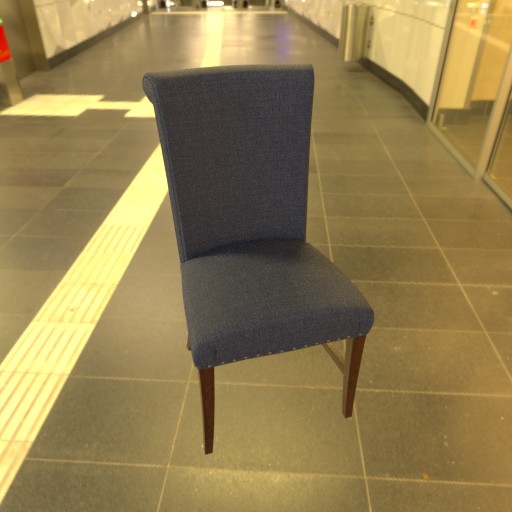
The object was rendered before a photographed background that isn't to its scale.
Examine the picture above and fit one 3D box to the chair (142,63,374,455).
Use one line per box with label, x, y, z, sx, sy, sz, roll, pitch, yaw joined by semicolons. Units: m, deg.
chair;0.000;0.000;1.343;0.513;0.988;0.608;-9;34;-14
